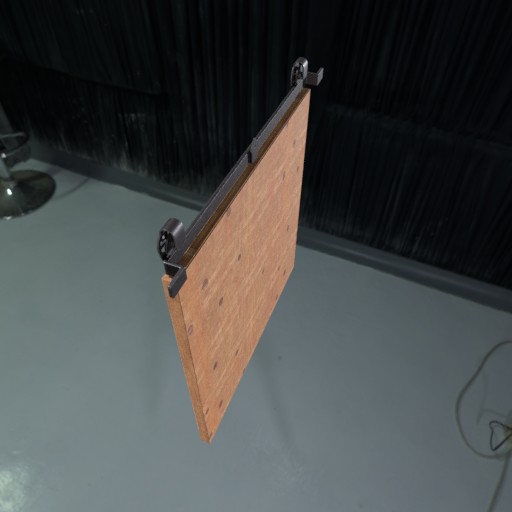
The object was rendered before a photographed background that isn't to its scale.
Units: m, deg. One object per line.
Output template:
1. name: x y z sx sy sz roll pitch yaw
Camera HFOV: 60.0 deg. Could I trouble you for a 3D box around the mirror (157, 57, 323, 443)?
1. mirror: 0.000 0.000 1.180 0.054 0.800 0.805 17 50 15
